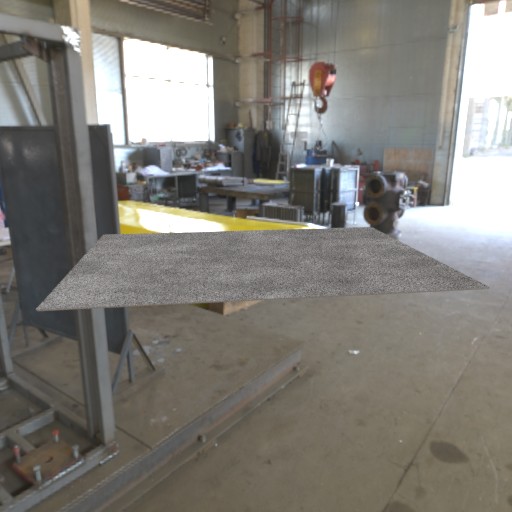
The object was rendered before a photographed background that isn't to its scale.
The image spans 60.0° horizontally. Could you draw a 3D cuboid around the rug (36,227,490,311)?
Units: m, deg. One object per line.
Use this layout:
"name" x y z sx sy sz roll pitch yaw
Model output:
"rug" 0.000 0.000 2.914 2.235 0.008 1.600 -2 15 -8
